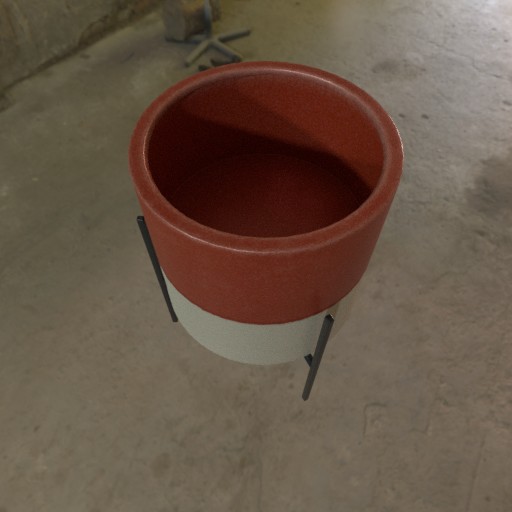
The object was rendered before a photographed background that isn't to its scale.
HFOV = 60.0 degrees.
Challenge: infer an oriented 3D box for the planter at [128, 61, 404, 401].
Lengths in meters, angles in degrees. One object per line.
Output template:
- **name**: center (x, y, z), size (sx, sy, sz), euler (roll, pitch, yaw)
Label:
- **planter**: center (0.000, 0.000, 0.523), size (0.251, 0.354, 0.235), euler (1, 56, 1)
